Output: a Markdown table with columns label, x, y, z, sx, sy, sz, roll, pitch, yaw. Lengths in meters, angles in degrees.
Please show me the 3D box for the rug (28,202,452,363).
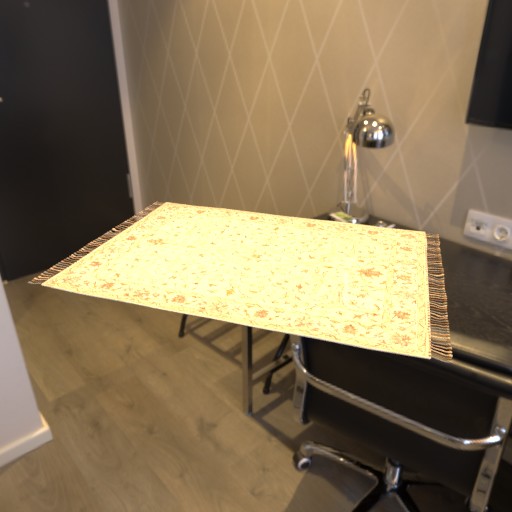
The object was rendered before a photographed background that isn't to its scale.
| label | x | y | z | sx | sy | sz | roll | pitch | yaw |
| --- | --- | --- | --- | --- | --- | --- | --- | --- | --- |
| rug | 0.000 | 0.000 | 2.331 | 1.861 | 0.017 | 1.218 | 8 | 27 | 16 |
